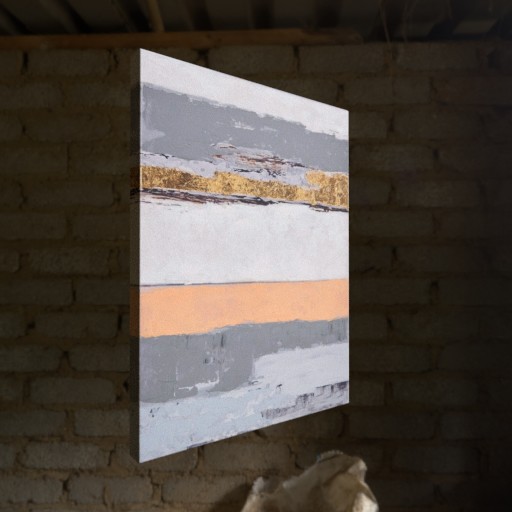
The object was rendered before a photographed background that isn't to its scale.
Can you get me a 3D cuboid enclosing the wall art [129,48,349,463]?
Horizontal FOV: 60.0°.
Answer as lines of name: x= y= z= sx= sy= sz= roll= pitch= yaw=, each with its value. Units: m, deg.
wall art: x=0.000 y=0.000 z=0.799 sx=0.456 sy=0.609 sz=0.038 roll=0 pitch=-1 yaw=-37
